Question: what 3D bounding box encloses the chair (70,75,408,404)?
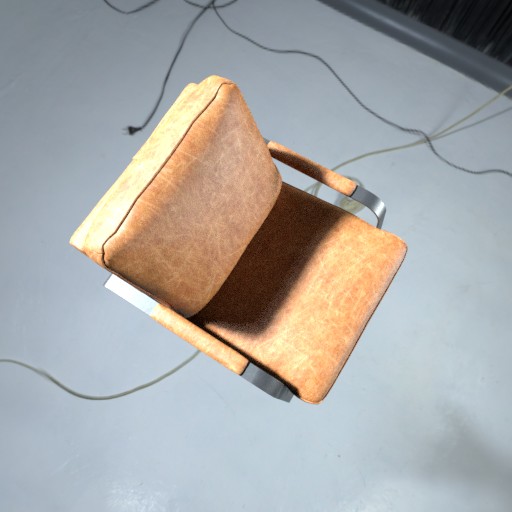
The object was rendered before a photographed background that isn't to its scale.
[{"bbox_3d":[0.000,0.000,1.367,0.801,0.777,0.651,31,78,8],"label":"chair"}]
